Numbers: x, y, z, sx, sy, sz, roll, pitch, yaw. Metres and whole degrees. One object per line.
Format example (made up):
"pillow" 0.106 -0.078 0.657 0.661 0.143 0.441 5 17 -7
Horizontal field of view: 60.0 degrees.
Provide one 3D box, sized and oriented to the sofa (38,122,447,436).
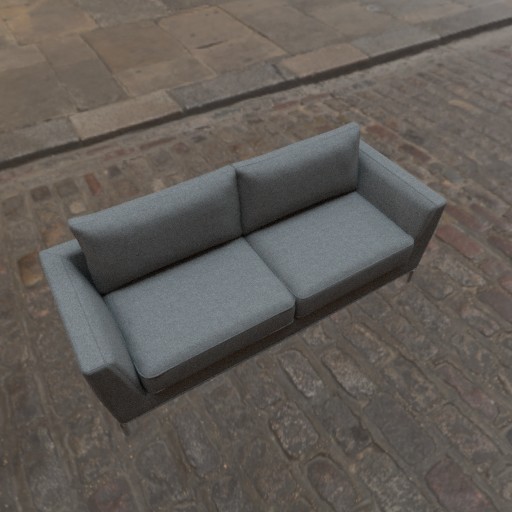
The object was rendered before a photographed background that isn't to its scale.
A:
"sofa" 0.000 0.000 2.675 2.212 1.002 0.869 -24 51 -21
